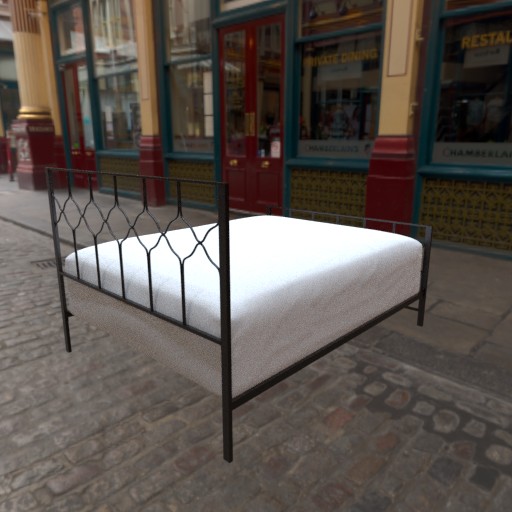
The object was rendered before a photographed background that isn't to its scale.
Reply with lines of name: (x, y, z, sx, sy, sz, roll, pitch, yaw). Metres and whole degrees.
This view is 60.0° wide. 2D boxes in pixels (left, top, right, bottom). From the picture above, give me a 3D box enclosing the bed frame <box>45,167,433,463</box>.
bed frame: (0.000, 0.000, 3.057, 1.597, 1.222, 2.063, 13, 19, 41)
